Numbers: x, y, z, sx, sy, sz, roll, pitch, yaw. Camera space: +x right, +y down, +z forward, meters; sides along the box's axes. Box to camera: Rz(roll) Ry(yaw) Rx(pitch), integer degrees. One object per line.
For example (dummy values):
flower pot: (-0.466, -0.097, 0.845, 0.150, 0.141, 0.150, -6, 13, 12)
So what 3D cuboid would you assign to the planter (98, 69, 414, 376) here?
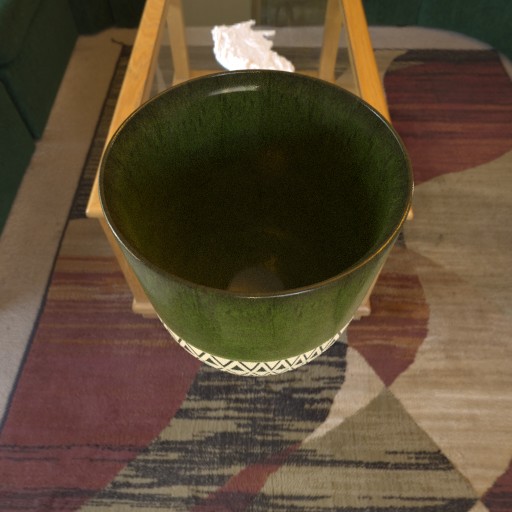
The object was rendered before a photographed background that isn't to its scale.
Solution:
planter: (0.000, 0.000, 0.461, 0.245, 0.270, 0.245, 0, 56, 0)
